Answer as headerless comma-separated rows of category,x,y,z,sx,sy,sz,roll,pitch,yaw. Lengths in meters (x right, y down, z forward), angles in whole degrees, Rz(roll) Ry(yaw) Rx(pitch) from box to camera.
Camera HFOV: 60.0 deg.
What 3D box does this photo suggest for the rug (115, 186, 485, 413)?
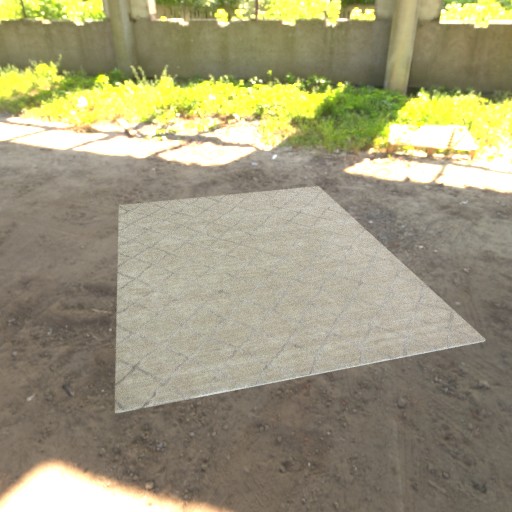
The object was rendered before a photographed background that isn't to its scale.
rug,0.000,0.000,4.012,2.420,0.019,3.038,-7,30,-13
